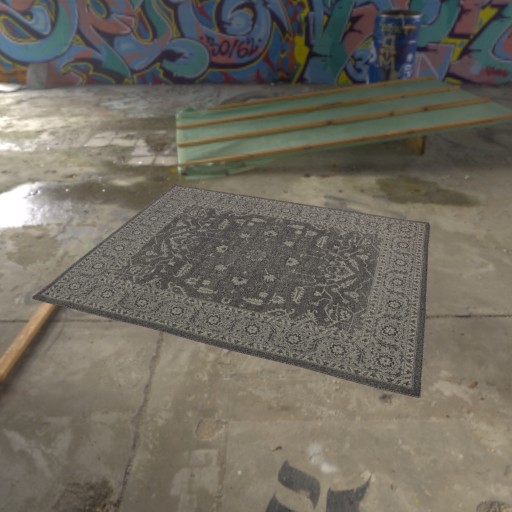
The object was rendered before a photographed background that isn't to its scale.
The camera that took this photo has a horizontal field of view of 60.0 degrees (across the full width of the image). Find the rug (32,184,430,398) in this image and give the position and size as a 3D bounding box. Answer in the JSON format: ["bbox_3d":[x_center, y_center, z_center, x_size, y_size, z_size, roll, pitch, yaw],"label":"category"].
[{"bbox_3d":[0.000,0.000,4.178,3.069,0.026,2.451,11,34,16],"label":"rug"}]
